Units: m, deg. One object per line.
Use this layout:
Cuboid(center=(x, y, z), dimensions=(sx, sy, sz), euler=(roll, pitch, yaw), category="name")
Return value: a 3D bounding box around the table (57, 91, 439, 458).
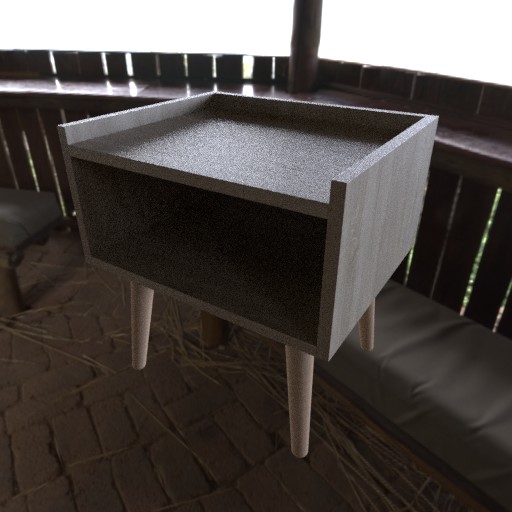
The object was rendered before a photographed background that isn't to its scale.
Cuboid(center=(0.000, 0.000, 0.787), dimensions=(0.450, 0.470, 0.370), euler=(17, 34, 28), category="table")
